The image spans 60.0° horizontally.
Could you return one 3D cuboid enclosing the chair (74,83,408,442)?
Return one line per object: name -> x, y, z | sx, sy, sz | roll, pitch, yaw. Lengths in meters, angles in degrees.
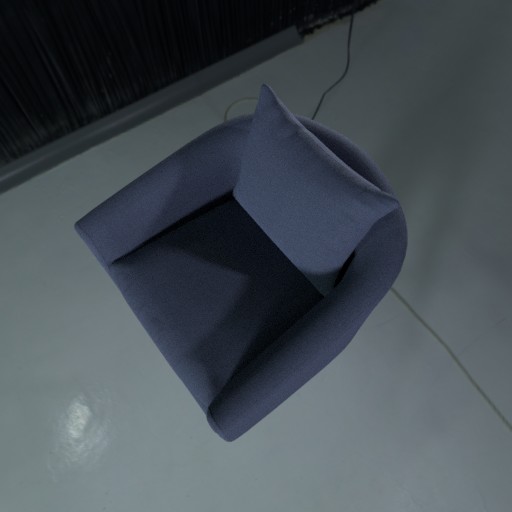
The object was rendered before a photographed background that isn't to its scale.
chair -> 0.000, 0.000, 1.575 | 0.910, 0.848, 0.845 | -35, 68, -16
